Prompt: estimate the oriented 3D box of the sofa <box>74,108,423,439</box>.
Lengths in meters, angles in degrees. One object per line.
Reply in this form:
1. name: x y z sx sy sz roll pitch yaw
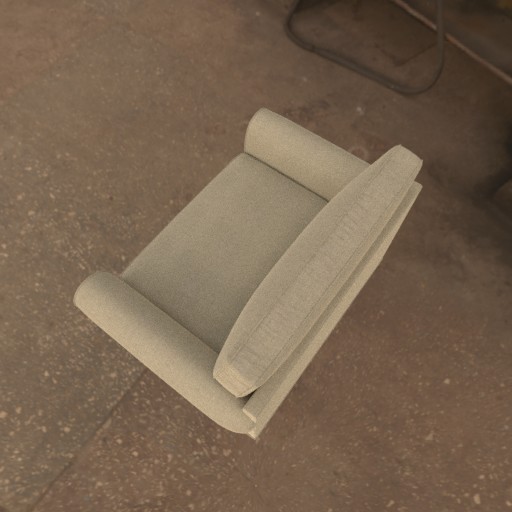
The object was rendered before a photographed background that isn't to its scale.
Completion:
1. sofa: 0.000 0.000 2.117 0.936 0.991 1.405 34 68 16
